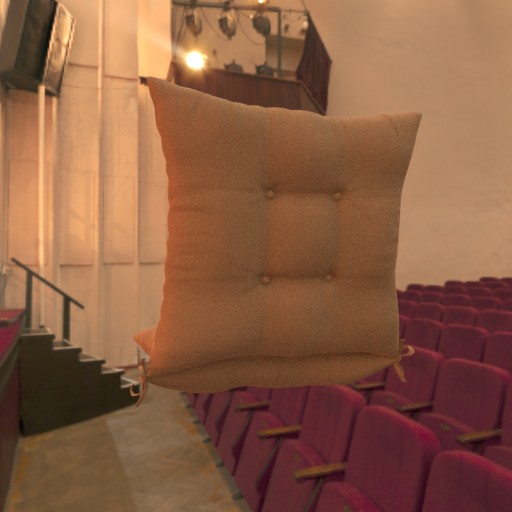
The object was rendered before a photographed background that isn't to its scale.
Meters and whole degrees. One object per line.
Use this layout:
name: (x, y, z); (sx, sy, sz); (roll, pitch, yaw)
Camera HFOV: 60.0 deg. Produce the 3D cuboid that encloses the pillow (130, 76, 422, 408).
pillow: (0.000, 0.000, 0.980); (0.541, 0.536, 0.585); (0, -1, -18)
